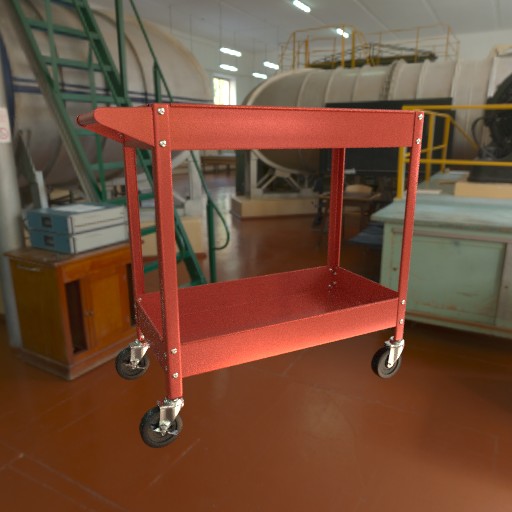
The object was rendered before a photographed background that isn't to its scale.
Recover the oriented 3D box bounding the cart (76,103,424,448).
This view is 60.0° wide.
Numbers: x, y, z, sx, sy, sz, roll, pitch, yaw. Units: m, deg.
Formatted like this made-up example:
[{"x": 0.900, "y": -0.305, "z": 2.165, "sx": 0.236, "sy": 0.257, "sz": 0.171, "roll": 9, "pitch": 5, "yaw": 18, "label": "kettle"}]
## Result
[{"x": 0.000, "y": 0.000, "z": 1.152, "sx": 0.779, "sy": 0.719, "sz": 0.366, "roll": -7, "pitch": 17, "yaw": -25, "label": "cart"}]
